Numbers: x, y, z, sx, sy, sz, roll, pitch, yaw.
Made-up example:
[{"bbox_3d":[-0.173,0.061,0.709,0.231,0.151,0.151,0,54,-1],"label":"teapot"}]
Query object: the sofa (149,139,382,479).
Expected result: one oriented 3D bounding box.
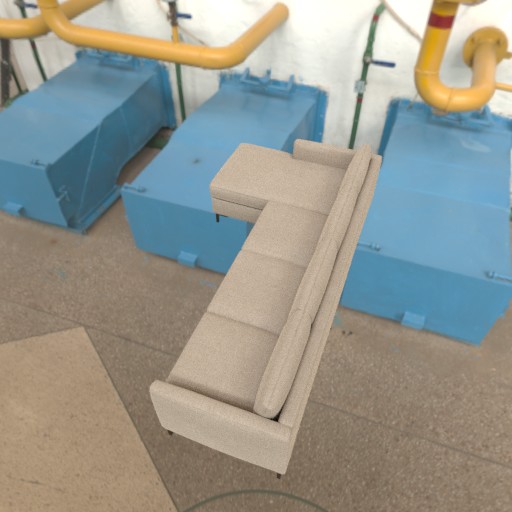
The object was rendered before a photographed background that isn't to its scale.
[{"bbox_3d":[0.000,0.000,3.606,1.469,0.816,2.923,15,48,14],"label":"sofa"}]
